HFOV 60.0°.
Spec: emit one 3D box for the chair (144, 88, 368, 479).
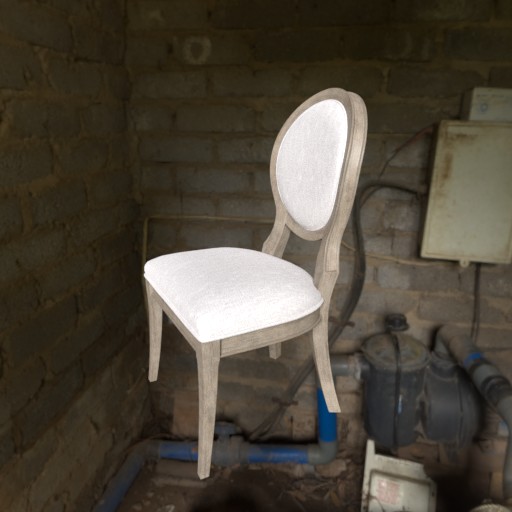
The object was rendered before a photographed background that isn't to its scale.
[{"bbox_3d":[0.000,0.000,1.370,0.602,0.990,0.558,-9,19,-26],"label":"chair"}]
